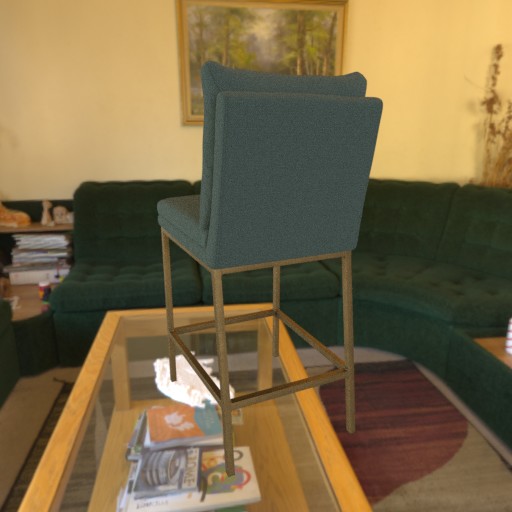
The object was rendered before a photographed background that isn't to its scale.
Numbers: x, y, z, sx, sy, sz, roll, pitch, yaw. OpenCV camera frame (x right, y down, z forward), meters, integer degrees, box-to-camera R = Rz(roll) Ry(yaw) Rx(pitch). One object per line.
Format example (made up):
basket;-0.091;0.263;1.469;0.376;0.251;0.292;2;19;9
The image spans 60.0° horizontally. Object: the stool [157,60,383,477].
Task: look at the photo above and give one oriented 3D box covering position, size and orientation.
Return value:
stool;0.000;0.000;1.351;0.463;1.032;0.568;-8;18;-25
